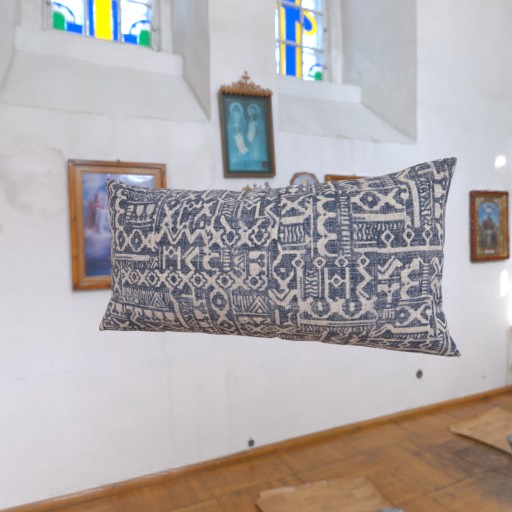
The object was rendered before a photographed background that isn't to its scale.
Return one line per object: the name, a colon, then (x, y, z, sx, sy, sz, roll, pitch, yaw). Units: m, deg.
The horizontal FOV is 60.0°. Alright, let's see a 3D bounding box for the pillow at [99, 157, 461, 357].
pillow: (0.000, 0.000, 0.744, 0.631, 0.292, 0.148, 0, 1, 19)
